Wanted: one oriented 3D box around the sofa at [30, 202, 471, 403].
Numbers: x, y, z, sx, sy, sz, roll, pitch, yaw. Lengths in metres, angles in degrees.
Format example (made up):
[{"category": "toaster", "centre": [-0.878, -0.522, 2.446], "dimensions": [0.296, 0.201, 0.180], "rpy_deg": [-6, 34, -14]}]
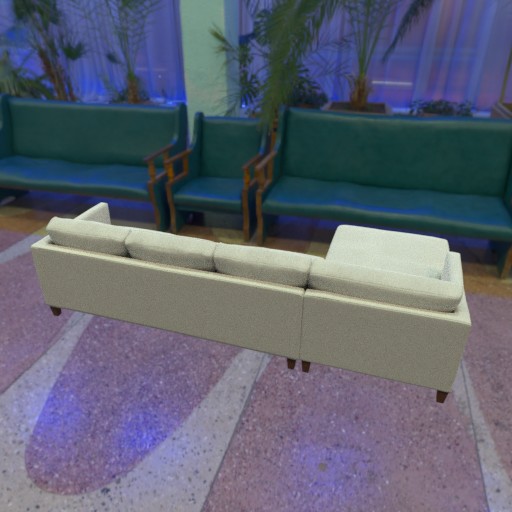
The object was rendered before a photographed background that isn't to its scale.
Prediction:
[{"category": "sofa", "centre": [0.000, 0.000, 3.795], "dimensions": [3.186, 0.861, 1.625], "rpy_deg": [9, 31, 15]}]
